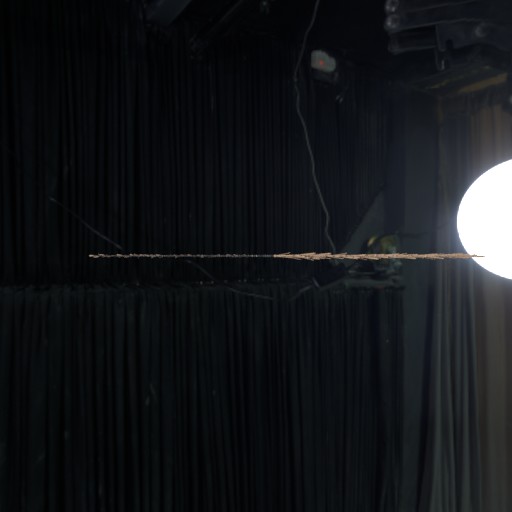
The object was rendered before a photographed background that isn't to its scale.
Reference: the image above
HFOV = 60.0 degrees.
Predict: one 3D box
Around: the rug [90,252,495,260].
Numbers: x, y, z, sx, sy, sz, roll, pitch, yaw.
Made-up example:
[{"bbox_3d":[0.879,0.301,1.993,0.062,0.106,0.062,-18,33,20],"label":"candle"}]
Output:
[{"bbox_3d":[0.000,0.000,2.444,1.224,0.027,2.021,0,0,-37],"label":"rug"}]
